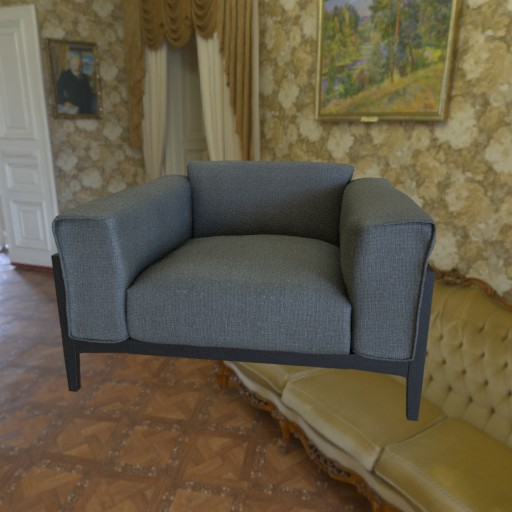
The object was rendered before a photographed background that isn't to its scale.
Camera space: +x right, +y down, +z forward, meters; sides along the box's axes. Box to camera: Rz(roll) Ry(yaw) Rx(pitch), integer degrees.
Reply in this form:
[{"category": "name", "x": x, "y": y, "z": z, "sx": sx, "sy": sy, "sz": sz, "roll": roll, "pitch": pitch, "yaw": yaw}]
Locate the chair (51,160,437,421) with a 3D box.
[{"category": "chair", "x": 0.000, "y": 0.000, "z": 1.638, "sx": 1.056, "sy": 0.646, "sz": 0.969, "roll": 2, "pitch": 16, "yaw": 8}]
